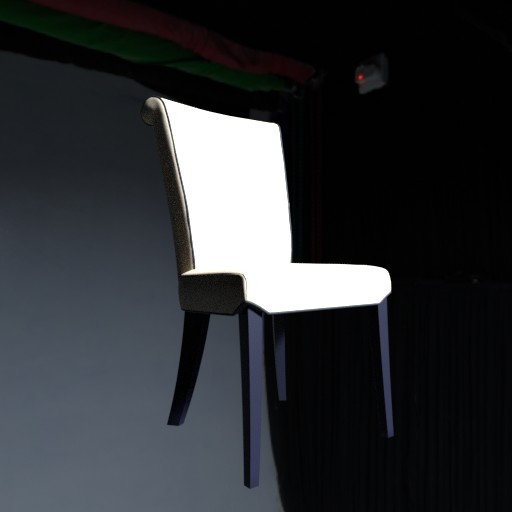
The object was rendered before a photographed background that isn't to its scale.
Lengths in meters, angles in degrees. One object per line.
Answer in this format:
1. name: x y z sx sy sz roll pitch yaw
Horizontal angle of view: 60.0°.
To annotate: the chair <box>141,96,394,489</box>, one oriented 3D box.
1. chair: 0.000 0.000 1.333 0.522 0.997 0.623 0 -1 -36
